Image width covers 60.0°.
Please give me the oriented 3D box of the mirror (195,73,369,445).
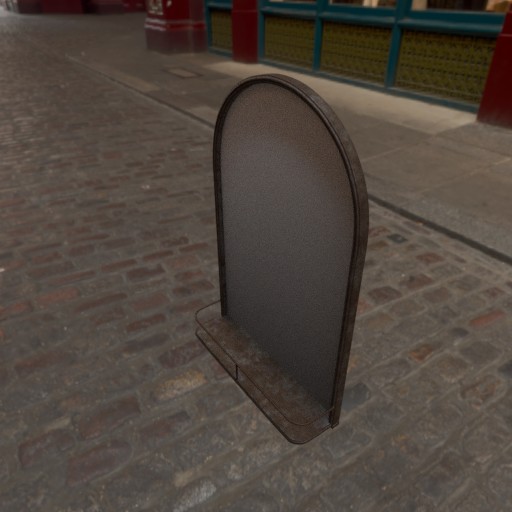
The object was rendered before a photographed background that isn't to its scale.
[{"bbox_3d":[0.000,0.000,1.020,0.137,0.770,0.510,-21,39,-29],"label":"mirror"}]
